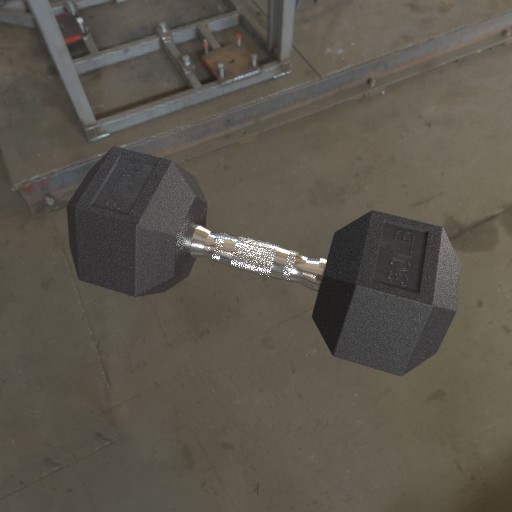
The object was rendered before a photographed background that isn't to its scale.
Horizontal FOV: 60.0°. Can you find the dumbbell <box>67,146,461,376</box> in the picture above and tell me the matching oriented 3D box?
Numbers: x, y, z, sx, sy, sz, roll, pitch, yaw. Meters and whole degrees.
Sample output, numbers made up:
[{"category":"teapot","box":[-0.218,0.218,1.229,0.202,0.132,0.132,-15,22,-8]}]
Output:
[{"category":"dumbbell","box":[0.000,0.000,0.408,0.337,0.123,0.142,15,61,9]}]
